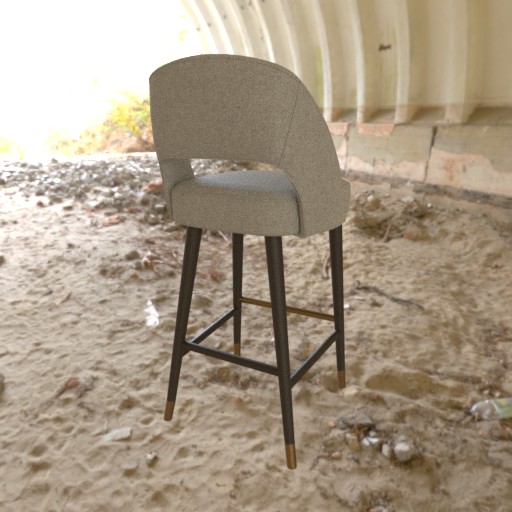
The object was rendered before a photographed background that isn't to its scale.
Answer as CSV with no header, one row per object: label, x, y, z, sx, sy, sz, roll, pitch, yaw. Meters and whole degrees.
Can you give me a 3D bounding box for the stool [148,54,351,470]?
stool,0.000,0.000,1.309,0.494,1.037,0.509,9,19,27
